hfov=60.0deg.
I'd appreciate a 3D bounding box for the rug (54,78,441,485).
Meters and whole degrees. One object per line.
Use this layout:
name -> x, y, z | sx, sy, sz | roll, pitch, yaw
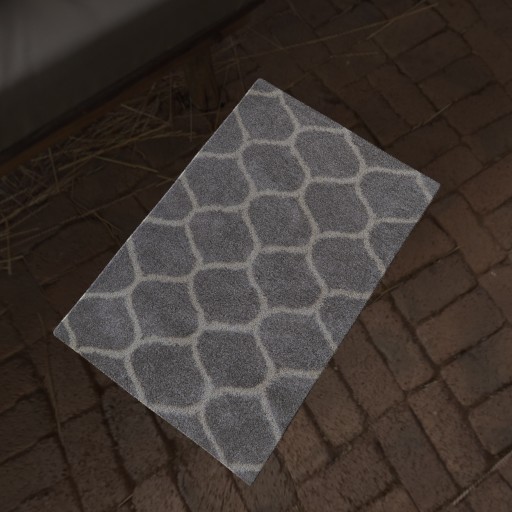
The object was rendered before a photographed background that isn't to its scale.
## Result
rug -> 0.000, 0.000, 3.441 | 1.801, 0.026, 2.701 | 34, 77, 9
